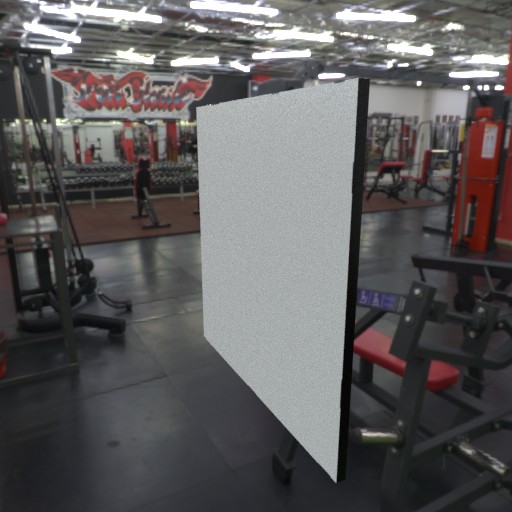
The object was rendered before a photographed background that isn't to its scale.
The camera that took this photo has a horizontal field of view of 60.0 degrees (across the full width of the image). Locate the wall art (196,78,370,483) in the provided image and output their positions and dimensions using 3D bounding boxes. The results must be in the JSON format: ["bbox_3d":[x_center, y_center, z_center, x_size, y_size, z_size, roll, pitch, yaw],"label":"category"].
[{"bbox_3d":[0.000,0.000,0.658,0.014,0.445,0.446,-7,17,-26],"label":"wall art"}]
